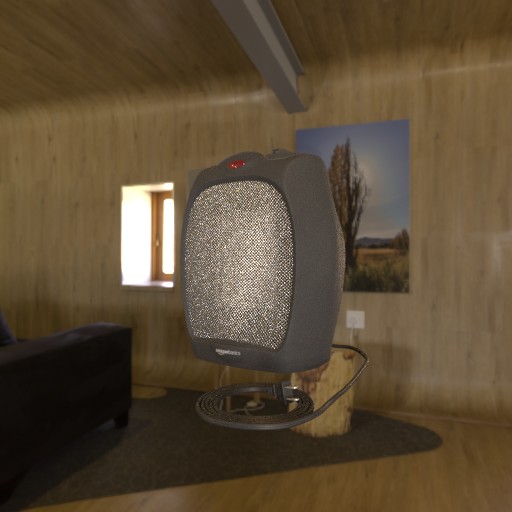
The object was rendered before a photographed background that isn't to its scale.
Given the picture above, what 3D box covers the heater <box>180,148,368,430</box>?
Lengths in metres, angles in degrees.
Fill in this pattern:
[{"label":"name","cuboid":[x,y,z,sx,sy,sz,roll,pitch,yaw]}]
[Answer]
[{"label":"heater","cuboid":[0.000,0.000,0.469,0.239,0.240,0.291,0,1,35]}]
